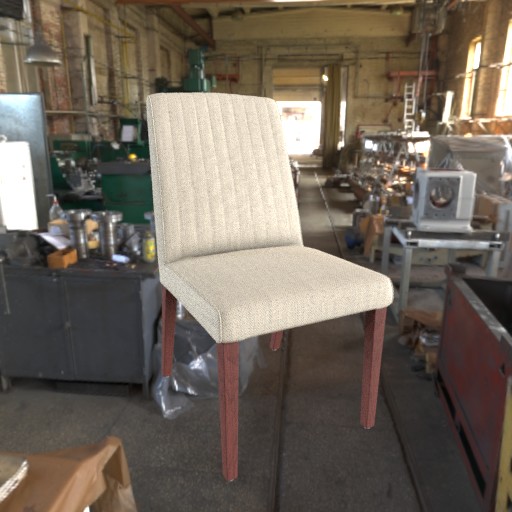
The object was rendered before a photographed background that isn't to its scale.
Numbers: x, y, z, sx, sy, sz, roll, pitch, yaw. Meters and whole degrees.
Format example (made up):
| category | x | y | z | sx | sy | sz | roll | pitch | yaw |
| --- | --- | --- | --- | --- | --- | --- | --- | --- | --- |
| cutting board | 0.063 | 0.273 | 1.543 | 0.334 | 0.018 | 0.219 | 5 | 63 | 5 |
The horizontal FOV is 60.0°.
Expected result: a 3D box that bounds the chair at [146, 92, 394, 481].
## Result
| category | x | y | z | sx | sy | sz | roll | pitch | yaw |
| --- | --- | --- | --- | --- | --- | --- | --- | --- | --- |
| chair | 0.000 | 0.000 | 1.240 | 0.480 | 0.900 | 0.594 | -8 | 17 | -26 |
